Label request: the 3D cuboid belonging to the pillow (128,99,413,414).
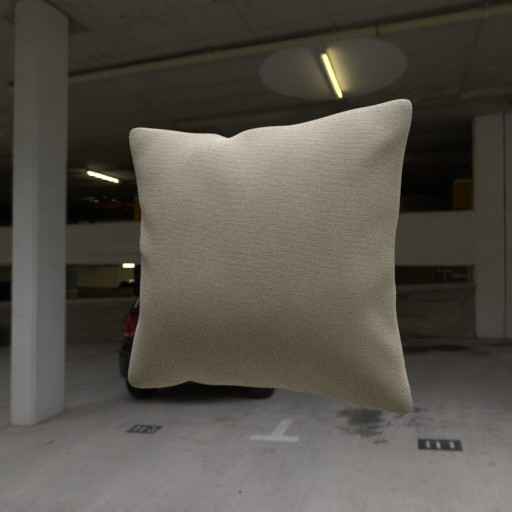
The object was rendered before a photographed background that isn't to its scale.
[{"bbox_3d":[0.000,0.000,0.654,0.437,0.420,0.162,0,-1,18],"label":"pillow"}]
